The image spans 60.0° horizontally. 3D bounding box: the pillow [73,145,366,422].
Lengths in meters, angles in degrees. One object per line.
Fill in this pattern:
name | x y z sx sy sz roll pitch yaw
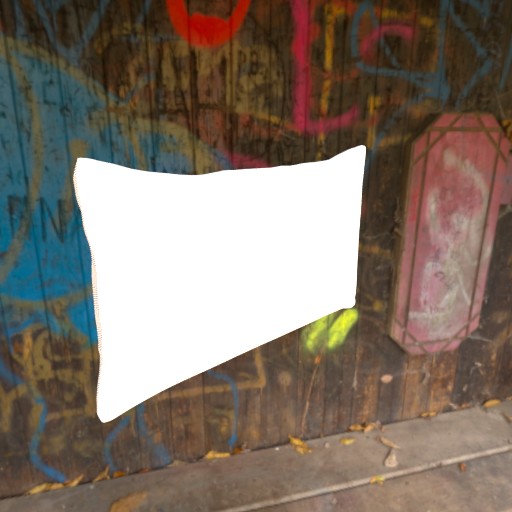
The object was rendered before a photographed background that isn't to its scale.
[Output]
pillow | 0.000 0.000 0.641 0.506 0.305 0.139 -16 23 -41
